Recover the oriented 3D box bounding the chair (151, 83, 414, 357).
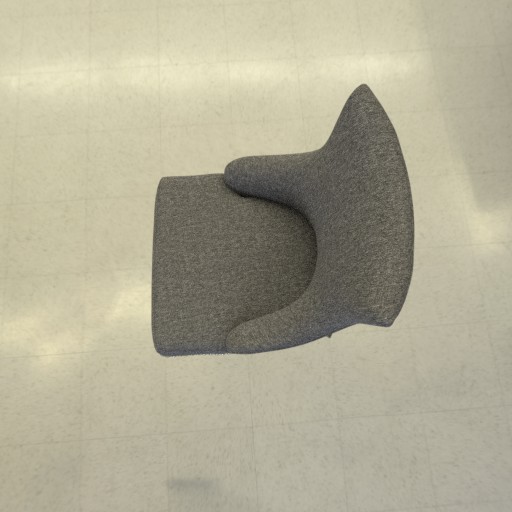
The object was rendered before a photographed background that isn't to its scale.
[{"bbox_3d":[0.000,0.000,1.300,0.629,0.909,0.566,-2,76,0],"label":"chair"}]
